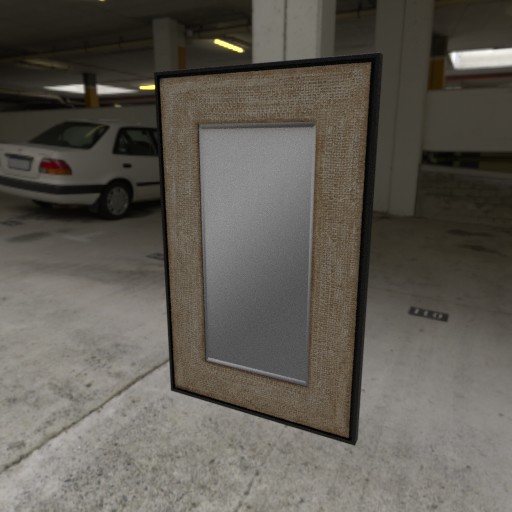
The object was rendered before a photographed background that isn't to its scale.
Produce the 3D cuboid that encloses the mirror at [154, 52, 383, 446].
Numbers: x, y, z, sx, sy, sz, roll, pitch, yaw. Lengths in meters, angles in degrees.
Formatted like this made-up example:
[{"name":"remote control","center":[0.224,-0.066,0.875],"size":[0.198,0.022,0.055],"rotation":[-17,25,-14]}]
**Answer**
[{"name":"mirror","center":[0.000,0.000,1.518],"size":[0.762,1.219,0.038],"rotation":[7,16,26]}]
